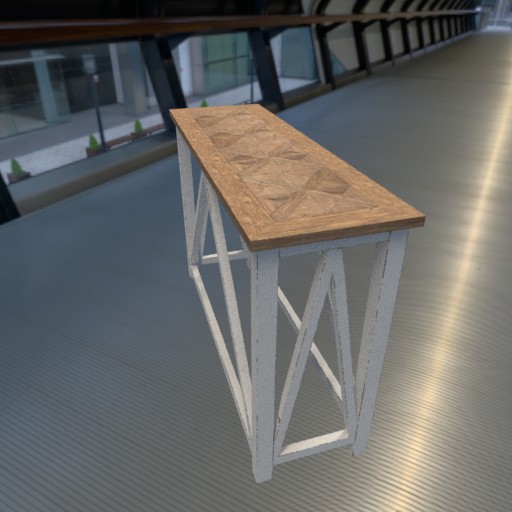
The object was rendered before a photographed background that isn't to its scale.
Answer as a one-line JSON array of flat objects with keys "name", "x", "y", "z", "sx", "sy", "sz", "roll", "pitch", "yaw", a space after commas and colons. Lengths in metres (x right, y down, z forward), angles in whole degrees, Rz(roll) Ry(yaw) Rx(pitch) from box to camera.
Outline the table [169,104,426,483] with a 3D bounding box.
[{"name": "table", "x": 0.000, "y": 0.000, "z": 1.846, "sx": 0.450, "sy": 0.930, "sz": 1.400, "roll": -9, "pitch": 31, "yaw": -15}]
